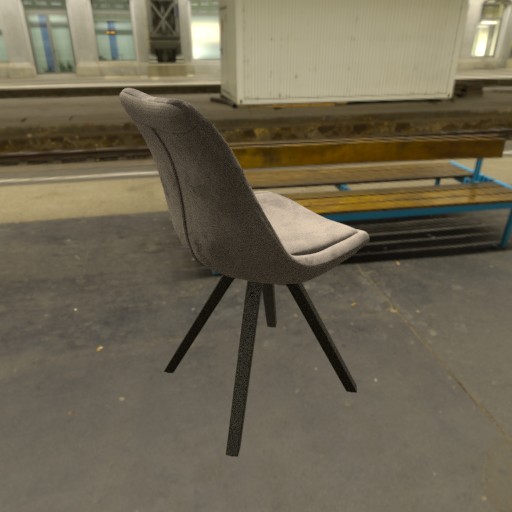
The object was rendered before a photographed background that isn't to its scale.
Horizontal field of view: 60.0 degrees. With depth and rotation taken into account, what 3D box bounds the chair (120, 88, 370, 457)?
[{"bbox_3d":[0.000,0.000,1.182,0.550,0.850,0.485,-17,31,-31],"label":"chair"}]
